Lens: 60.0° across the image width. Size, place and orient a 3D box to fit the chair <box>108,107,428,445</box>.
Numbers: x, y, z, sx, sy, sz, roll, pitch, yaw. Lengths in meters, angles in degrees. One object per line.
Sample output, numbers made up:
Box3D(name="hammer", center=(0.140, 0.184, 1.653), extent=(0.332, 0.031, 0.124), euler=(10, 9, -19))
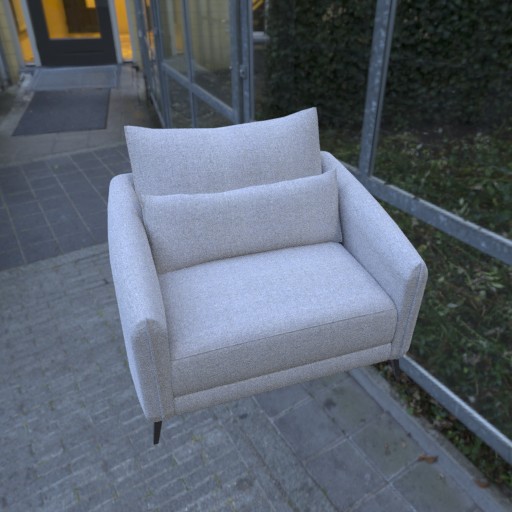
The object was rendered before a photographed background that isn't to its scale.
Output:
Box3D(name="chair", center=(0.000, 0.000, 1.648), extent=(1.029, 0.856, 0.801), euler=(-10, 34, -15))
